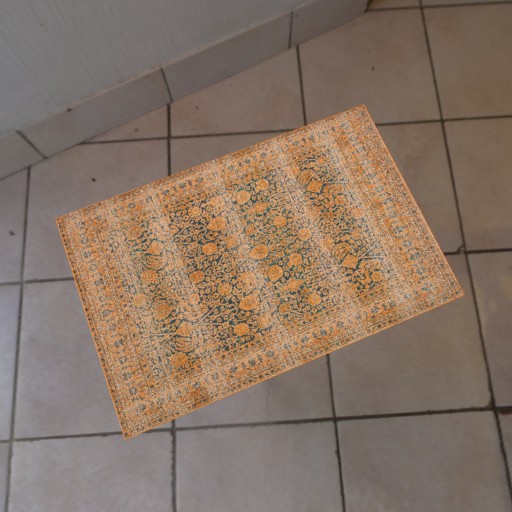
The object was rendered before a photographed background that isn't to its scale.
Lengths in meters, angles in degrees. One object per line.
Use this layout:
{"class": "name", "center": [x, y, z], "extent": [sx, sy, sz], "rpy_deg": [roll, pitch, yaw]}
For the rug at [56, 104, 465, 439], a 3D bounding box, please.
{"class": "rug", "center": [0.000, 0.000, 2.965], "extent": [2.336, 0.007, 1.525], "rpy_deg": [-22, 77, -5]}
